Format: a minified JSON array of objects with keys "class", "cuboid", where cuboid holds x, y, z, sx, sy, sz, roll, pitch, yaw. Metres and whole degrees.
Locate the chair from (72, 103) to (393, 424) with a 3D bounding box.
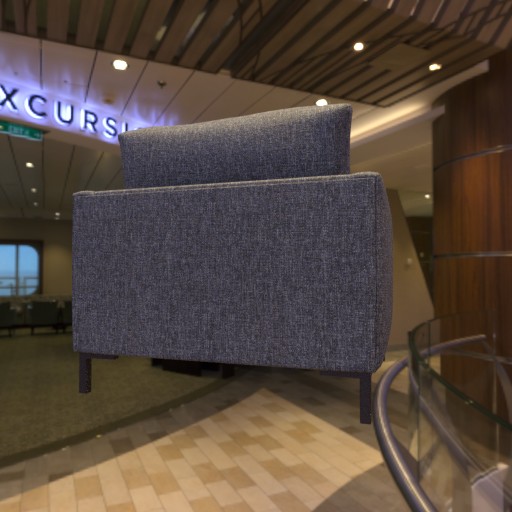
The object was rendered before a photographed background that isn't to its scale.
[{"class":"chair","cuboid":[0.000,0.000,1.636,0.963,0.861,0.866,-1,-2,19]}]
